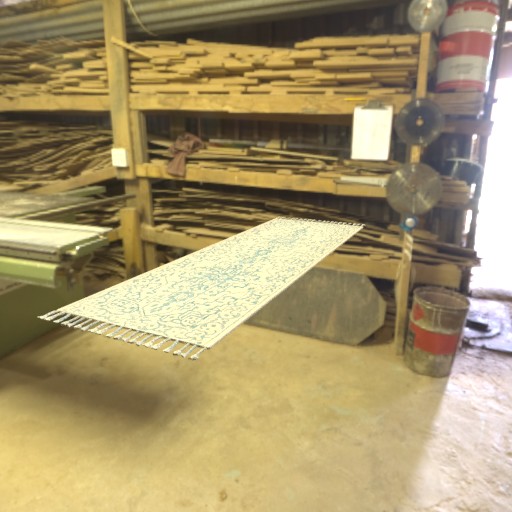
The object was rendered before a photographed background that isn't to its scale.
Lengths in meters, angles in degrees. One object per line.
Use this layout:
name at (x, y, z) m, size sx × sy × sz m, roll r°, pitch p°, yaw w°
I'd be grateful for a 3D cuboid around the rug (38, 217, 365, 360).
rug at (0.000, 0.000, 2.685) m, size 0.774 × 0.011 × 2.449 m, roll 8°, pitch 18°, yaw 25°
